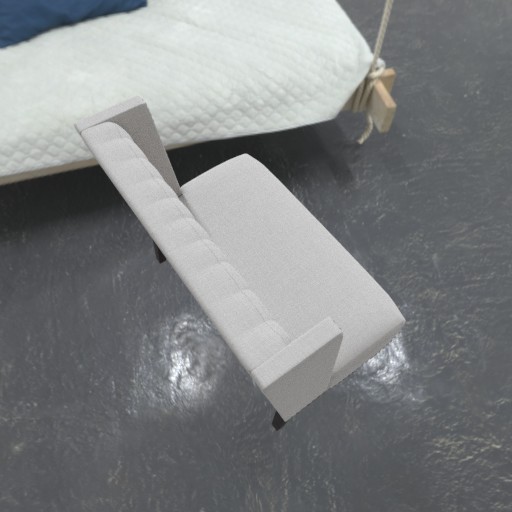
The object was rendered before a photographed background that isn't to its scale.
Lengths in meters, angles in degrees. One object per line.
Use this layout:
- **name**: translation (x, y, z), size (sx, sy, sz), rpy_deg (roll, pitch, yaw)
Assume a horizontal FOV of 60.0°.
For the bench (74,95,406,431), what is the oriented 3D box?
- **bench**: translation (0.000, 0.000, 2.050), size (0.847, 1.123, 1.280), rpy_deg (-32, 64, -17)
